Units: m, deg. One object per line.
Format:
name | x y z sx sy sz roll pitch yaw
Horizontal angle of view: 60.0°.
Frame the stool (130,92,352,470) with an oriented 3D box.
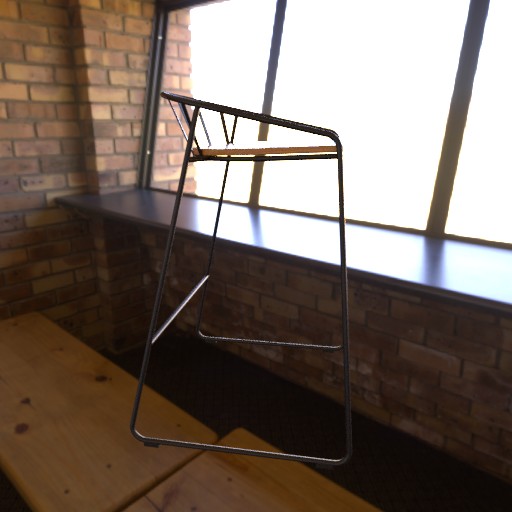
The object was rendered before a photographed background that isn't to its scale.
stool | 0.000 0.000 1.165 0.521 0.812 0.546 3 17 9
